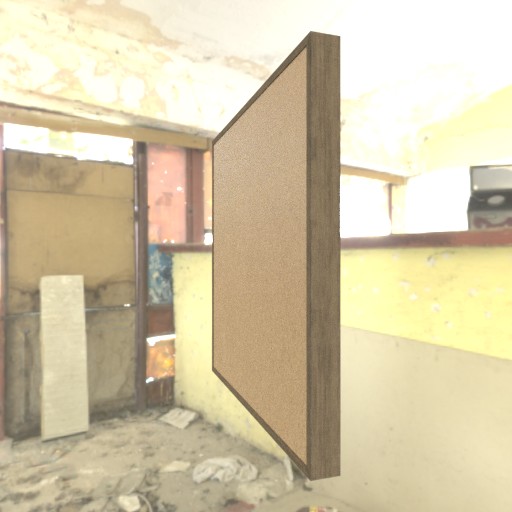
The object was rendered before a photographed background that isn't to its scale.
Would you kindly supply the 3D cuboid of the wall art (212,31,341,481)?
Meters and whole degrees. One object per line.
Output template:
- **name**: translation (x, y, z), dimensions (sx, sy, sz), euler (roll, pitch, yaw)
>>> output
- **wall art**: translation (0.000, 0.000, 0.747), dimensions (0.038, 0.508, 0.508), euler (0, 0, -18)
